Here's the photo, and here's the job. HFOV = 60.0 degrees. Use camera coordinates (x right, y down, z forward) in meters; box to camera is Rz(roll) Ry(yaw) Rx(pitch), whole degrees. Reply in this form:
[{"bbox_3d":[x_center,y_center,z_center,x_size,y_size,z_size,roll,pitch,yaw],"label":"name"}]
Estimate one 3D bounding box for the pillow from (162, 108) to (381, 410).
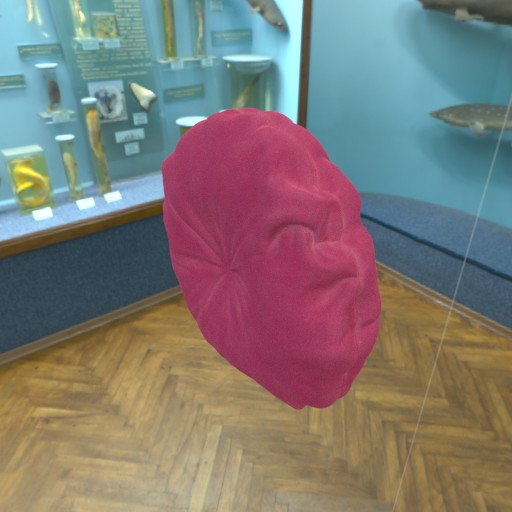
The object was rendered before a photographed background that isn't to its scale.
[{"bbox_3d":[0.000,0.000,0.642,0.148,0.407,0.428,-21,37,-30],"label":"pillow"}]
